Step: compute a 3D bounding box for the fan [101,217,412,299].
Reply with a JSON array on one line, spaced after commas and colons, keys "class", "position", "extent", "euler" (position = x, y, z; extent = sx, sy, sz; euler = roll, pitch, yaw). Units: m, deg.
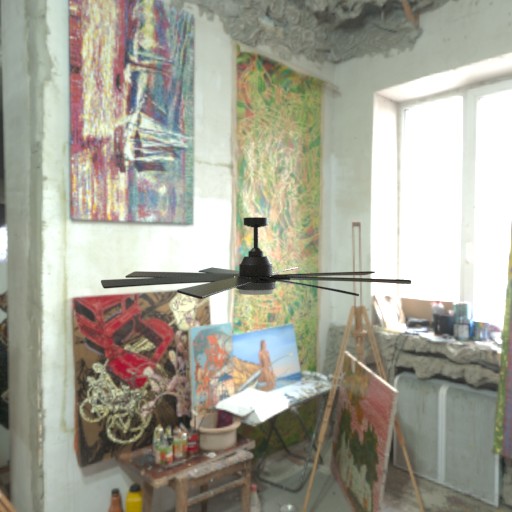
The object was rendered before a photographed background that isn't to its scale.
[{"class": "fan", "position": [0.000, 0.000, 2.759], "extent": [1.830, 0.472, 1.830], "euler": [1, 2, 18]}]
